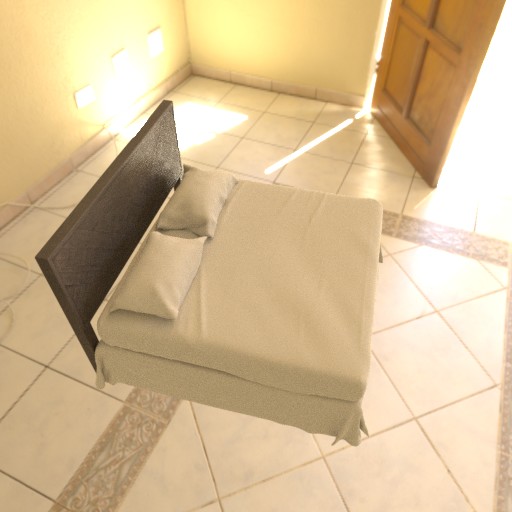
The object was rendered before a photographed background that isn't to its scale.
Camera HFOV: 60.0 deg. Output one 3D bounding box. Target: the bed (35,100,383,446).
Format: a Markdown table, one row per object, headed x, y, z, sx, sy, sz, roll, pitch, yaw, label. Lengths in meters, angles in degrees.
| x | y | z | sx | sy | sz | roll | pitch | yaw | label |
| --- | --- | --- | --- | --- | --- | --- | --- | --- | --- |
| 0.000 | 0.000 | 2.908 | 1.785 | 1.142 | 1.772 | 11 | 48 | 10 | bed |
